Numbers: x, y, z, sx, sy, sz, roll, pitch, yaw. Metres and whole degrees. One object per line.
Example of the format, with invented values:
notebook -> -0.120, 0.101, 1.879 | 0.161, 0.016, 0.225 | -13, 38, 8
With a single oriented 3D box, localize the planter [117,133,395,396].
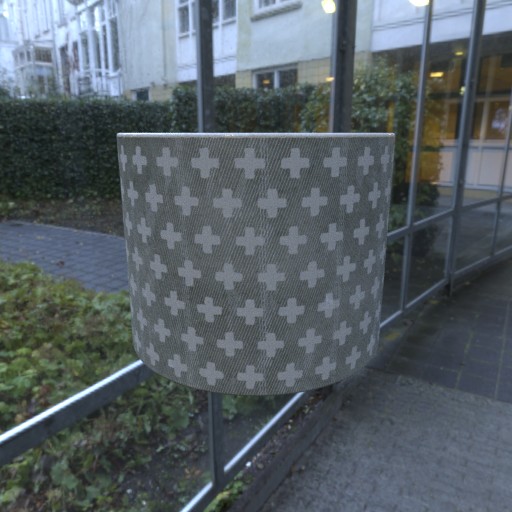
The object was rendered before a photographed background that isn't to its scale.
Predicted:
planter -> 0.000, 0.000, 0.447 | 0.250, 0.239, 0.250 | 0, 15, 0
